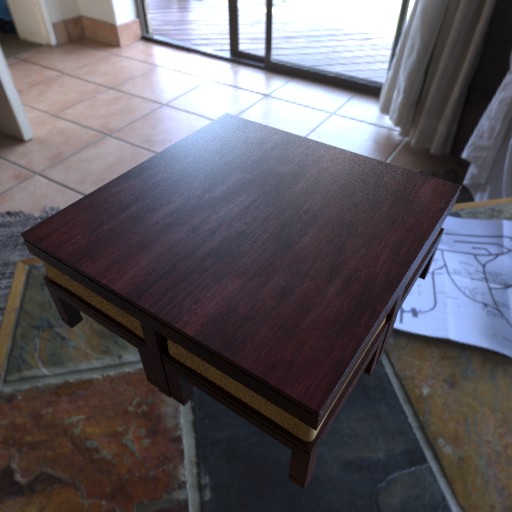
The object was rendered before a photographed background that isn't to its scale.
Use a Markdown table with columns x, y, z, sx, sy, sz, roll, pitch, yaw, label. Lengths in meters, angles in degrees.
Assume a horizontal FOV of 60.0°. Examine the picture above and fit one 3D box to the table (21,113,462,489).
| x | y | z | sx | sy | sz | roll | pitch | yaw | label |
| --- | --- | --- | --- | --- | --- | --- | --- | --- | --- |
| 0.000 | 0.000 | 1.333 | 0.865 | 0.356 | 0.865 | 25 | 48 | 25 | table |
